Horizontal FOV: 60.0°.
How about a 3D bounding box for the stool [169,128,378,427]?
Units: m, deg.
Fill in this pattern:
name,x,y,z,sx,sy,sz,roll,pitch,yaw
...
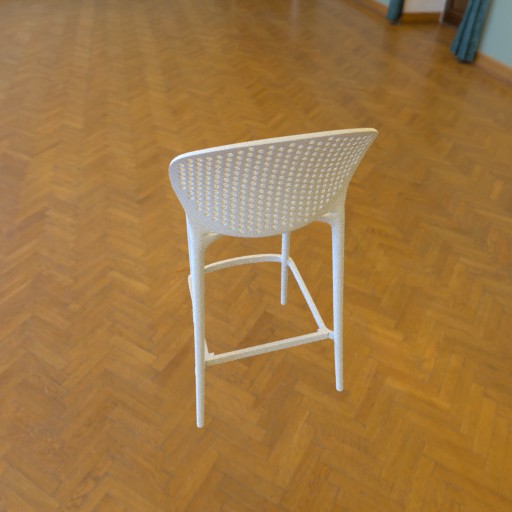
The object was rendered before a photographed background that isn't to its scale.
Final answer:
name,x,y,z,sx,sy,sz,roll,pitch,yaw
stool,0.000,0.000,1.372,0.536,1.045,0.535,-10,42,-12
